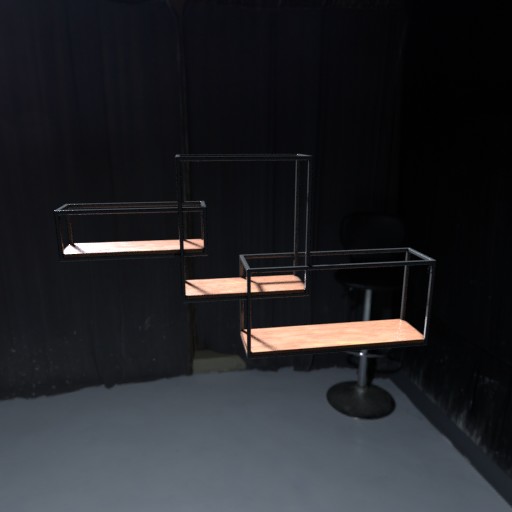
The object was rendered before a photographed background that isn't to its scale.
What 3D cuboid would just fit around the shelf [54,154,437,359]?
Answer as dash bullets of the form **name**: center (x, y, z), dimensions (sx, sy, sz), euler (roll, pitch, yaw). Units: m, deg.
- **shelf**: center (0.000, 0.000, 2.193), dimensions (1.781, 0.972, 0.275), euler (-2, 15, -9)
